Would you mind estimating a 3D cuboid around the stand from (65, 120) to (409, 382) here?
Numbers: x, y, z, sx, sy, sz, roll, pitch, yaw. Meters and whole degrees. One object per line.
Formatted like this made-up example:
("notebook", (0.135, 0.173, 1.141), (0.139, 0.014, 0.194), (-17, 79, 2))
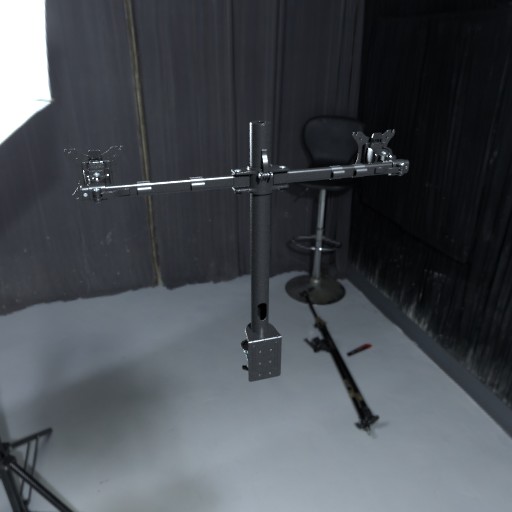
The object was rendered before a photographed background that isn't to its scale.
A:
("stand", (0.000, 0.000, 1.014), (0.743, 0.603, 0.150), (-8, 27, -15))
